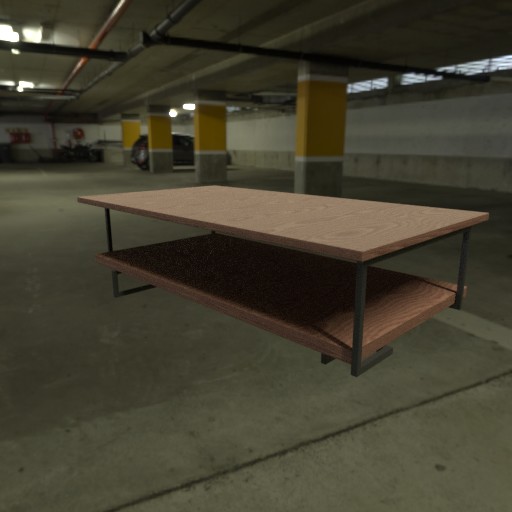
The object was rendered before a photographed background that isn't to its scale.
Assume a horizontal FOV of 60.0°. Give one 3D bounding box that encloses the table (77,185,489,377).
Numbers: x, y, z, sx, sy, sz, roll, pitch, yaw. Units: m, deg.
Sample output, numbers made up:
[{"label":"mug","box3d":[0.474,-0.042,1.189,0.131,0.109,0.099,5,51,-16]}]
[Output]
[{"label":"table","box3d":[0.000,0.000,1.470,0.651,0.347,1.197,-14,20,-43]}]
